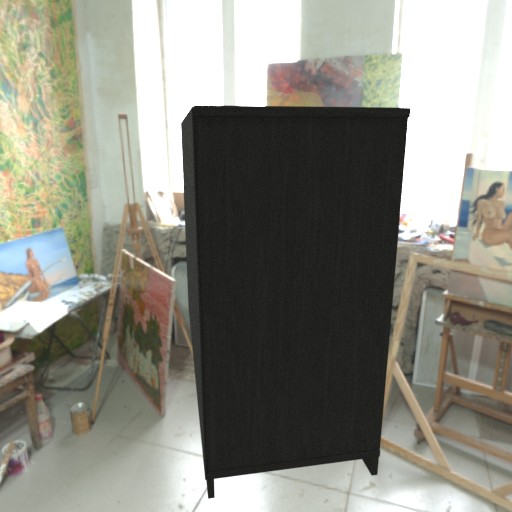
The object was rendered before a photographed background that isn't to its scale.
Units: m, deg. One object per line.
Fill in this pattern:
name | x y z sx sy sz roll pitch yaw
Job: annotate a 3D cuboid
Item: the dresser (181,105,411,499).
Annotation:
dresser | 0.000 0.000 1.366 0.404 0.816 0.994 -3 15 -10
